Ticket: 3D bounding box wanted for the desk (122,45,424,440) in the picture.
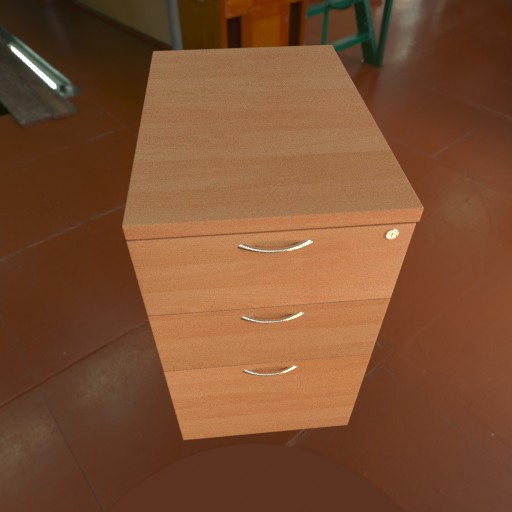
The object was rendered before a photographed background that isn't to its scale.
[{"bbox_3d":[0.000,0.000,1.049,0.404,0.730,0.600,-4,46,-4],"label":"desk"}]
